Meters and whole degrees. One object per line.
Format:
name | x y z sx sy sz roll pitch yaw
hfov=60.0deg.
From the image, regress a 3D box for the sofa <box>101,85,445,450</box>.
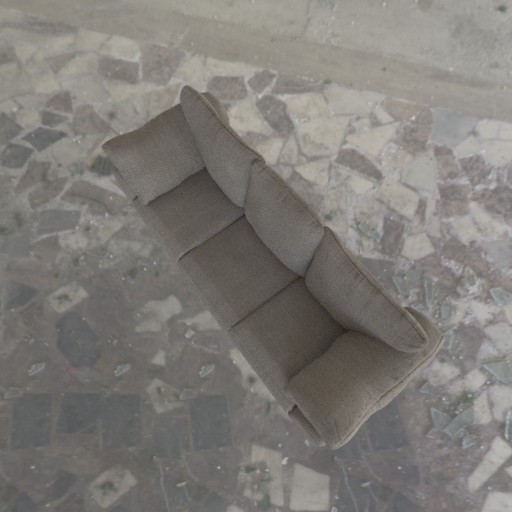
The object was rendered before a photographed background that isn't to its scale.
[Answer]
sofa | 0.000 0.000 2.874 0.878 0.996 2.334 -34 69 -15
